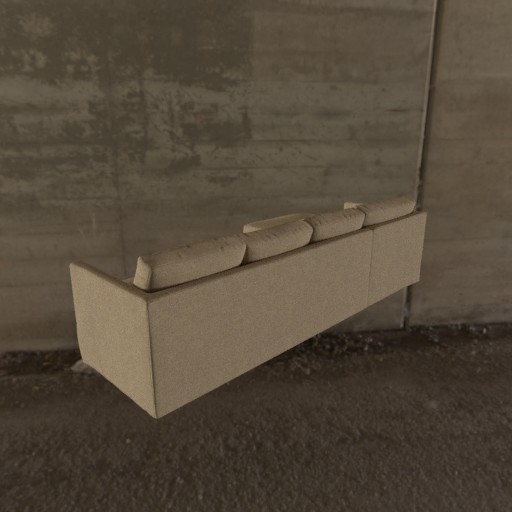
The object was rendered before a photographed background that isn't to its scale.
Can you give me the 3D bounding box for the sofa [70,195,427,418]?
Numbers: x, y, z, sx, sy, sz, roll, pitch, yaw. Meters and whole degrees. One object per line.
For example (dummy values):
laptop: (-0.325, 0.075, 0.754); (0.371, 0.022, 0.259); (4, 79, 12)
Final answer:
sofa: (0.000, 0.000, 3.922); (3.198, 0.920, 1.638); (-16, 24, -42)
